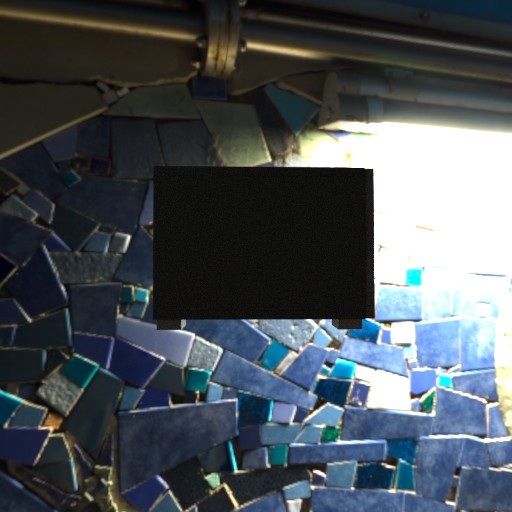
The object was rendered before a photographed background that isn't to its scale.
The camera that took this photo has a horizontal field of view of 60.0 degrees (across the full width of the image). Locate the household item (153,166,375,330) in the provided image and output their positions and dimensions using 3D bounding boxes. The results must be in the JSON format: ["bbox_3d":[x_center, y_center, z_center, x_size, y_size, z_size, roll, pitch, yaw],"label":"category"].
[{"bbox_3d":[0.000,0.000,1.537,0.420,0.310,1.400,0,-1,-1],"label":"household item"}]
